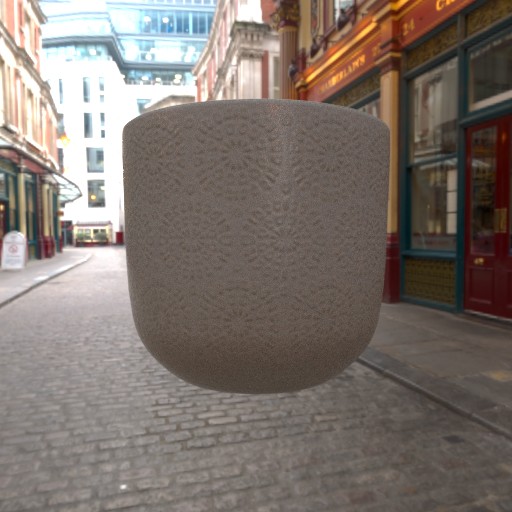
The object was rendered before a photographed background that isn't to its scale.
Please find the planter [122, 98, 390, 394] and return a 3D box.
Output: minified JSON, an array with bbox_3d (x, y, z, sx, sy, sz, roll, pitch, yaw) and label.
[{"bbox_3d":[0.000,0.000,0.362,0.208,0.190,0.208,0,2,0],"label":"planter"}]
